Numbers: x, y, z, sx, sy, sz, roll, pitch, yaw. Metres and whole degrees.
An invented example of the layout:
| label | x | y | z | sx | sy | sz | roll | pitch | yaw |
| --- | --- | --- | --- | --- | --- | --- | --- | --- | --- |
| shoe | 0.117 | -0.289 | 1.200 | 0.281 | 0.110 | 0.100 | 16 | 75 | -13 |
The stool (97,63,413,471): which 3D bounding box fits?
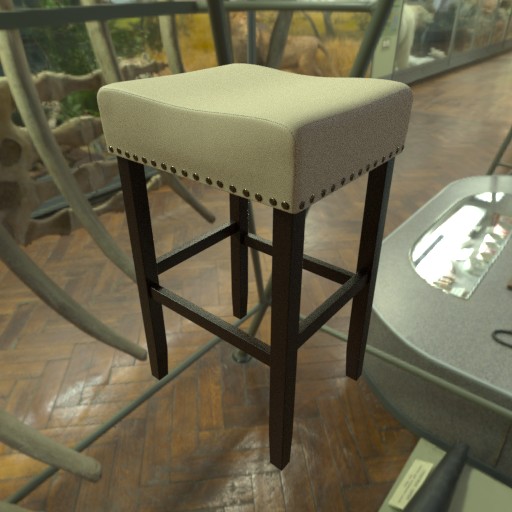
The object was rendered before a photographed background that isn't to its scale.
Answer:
| label | x | y | z | sx | sy | sz | roll | pitch | yaw |
| --- | --- | --- | --- | --- | --- | --- | --- | --- | --- |
| stool | 0.000 | 0.000 | 1.027 | 0.471 | 0.762 | 0.401 | 23 | 38 | 33 |
